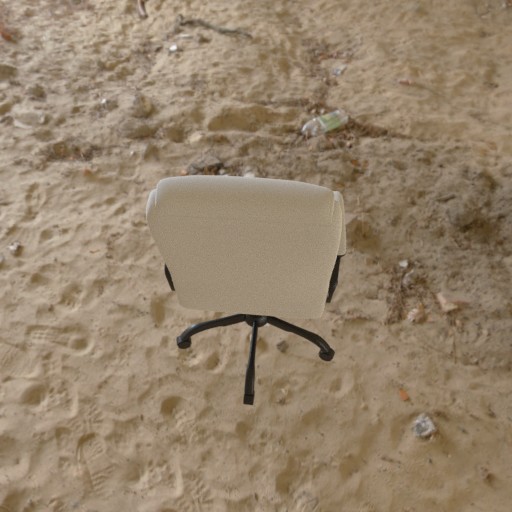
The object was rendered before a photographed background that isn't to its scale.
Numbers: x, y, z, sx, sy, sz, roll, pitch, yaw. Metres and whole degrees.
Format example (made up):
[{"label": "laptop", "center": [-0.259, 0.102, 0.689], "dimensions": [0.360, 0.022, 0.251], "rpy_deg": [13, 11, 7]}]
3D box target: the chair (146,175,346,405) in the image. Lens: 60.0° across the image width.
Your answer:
[{"label": "chair", "center": [0.000, 0.000, 1.506], "dimensions": [0.663, 1.065, 0.669], "rpy_deg": [4, 49, 4]}]
